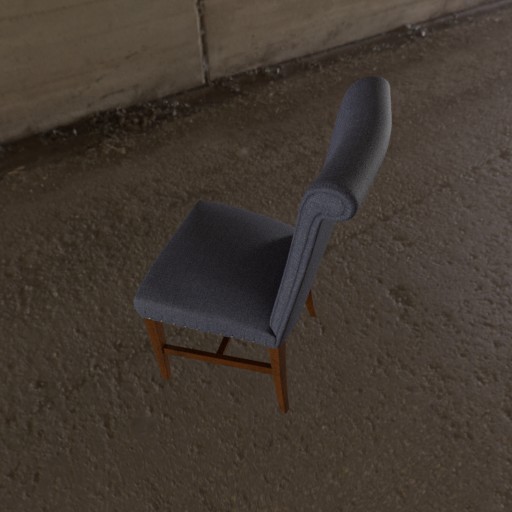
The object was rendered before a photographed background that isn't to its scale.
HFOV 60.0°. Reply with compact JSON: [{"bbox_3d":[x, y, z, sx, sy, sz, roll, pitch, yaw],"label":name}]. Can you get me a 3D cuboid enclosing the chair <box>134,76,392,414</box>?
[{"bbox_3d":[0.000,0.000,1.360,0.608,0.988,0.513,13,48,12],"label":"chair"}]
